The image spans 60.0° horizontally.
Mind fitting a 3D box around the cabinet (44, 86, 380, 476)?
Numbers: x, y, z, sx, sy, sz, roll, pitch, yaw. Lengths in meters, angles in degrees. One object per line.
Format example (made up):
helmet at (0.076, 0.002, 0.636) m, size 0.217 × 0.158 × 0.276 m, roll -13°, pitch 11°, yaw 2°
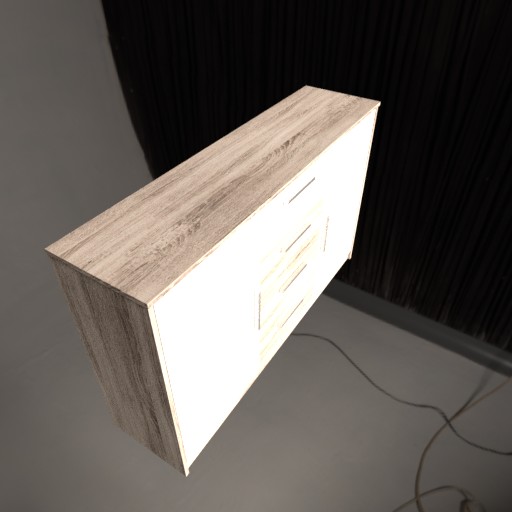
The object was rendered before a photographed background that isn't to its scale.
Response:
cabinet at (0.000, 0.000, 1.835) m, size 0.380 × 0.900 × 1.450 m, roll 23°, pitch 45°, yaw 25°
